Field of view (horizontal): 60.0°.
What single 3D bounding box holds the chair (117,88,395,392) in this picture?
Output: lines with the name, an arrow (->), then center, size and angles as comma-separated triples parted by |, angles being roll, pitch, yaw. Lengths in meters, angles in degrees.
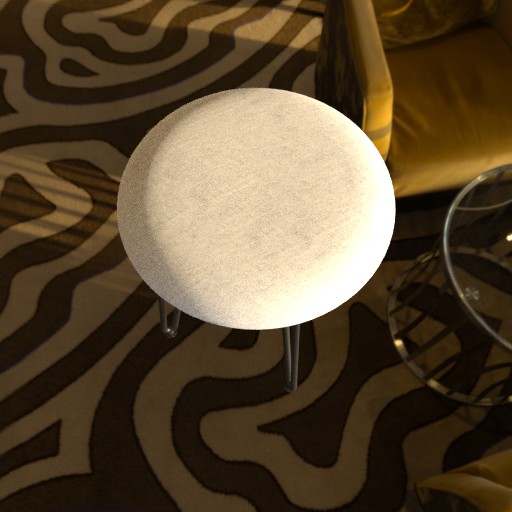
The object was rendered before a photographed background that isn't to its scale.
chair -> 0.000, 0.000, 0.641 | 0.350, 0.386, 0.350 | -19, 66, -9
